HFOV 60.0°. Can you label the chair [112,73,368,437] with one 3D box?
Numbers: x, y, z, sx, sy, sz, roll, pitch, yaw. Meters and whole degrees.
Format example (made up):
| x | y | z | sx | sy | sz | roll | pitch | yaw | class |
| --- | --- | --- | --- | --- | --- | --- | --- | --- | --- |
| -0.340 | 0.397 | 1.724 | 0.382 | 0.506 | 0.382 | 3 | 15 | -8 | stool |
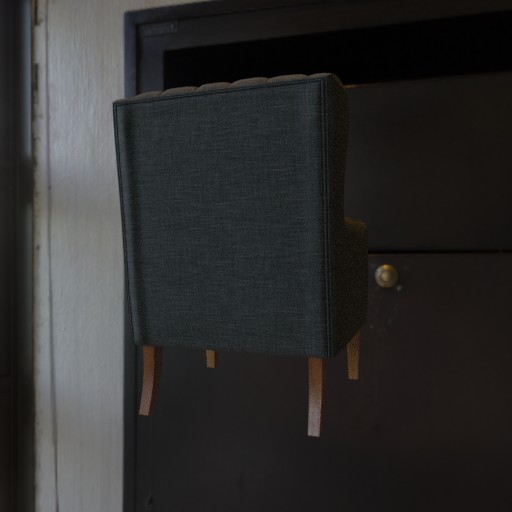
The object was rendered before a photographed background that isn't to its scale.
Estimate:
| x | y | z | sx | sy | sz | roll | pitch | yaw | class |
| --- | --- | --- | --- | --- | --- | --- | --- | --- | --- |
| 0.000 | 0.000 | 1.520 | 0.711 | 0.953 | 0.775 | 0 | 0 | 18 | chair |
